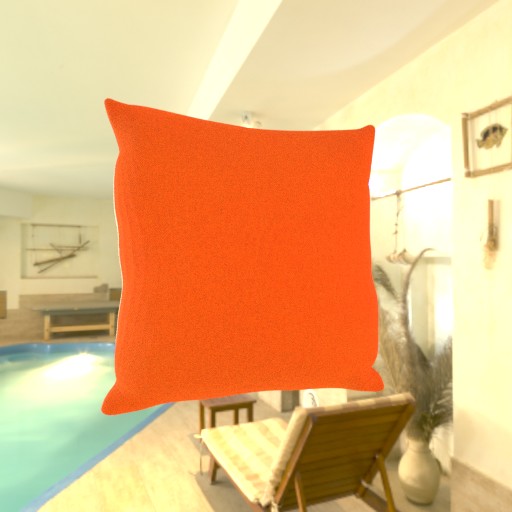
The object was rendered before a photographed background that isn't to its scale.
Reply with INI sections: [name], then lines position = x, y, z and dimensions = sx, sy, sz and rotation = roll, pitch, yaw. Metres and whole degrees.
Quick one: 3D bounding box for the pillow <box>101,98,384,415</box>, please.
[pillow]
position = 0.000, 0.000, 0.671
dimensions = 0.440, 0.441, 0.182
rotation = 0, -1, -19
